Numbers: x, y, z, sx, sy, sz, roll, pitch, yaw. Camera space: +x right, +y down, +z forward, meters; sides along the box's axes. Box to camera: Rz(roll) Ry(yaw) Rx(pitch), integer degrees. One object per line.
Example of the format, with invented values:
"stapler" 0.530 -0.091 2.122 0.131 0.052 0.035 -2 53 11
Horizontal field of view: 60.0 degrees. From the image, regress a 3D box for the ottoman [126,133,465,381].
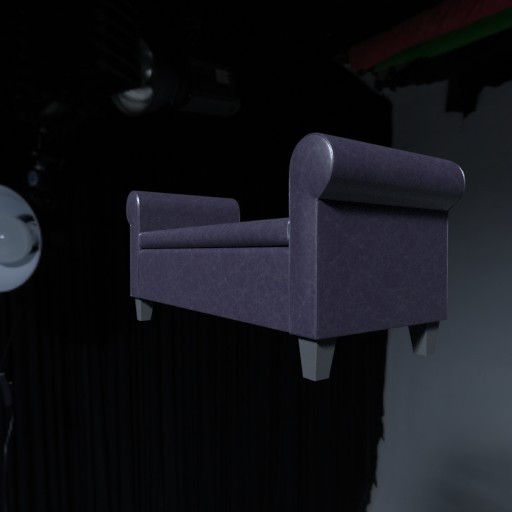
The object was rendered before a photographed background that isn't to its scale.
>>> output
"ottoman" 0.000 0.000 1.568 0.521 0.547 1.256 0 1 -35
